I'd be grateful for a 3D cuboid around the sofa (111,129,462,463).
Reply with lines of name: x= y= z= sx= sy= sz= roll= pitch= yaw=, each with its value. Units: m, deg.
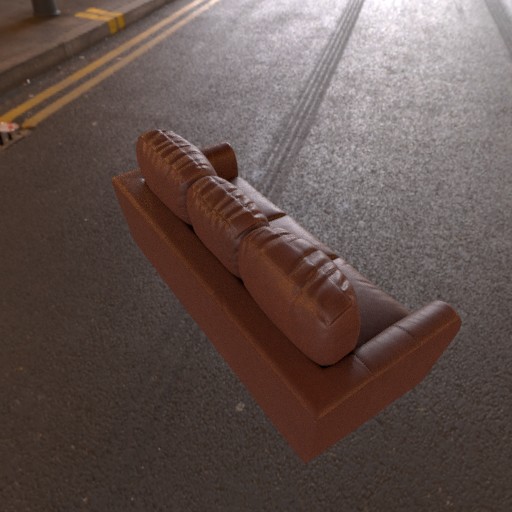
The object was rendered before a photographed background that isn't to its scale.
sofa: x=0.000 y=0.000 z=2.288 sx=0.802 sy=0.915 sz=1.862 roll=-25 pitch=47 yaw=-25
